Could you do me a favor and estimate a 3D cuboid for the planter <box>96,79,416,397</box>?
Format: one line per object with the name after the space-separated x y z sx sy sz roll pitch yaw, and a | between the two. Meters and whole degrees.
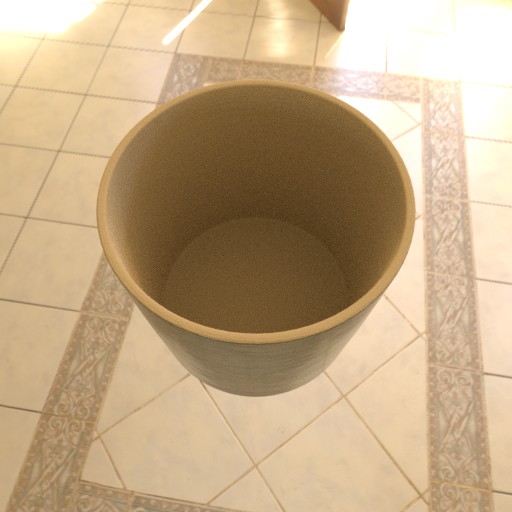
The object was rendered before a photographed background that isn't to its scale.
0.000 0.000 0.400 0.221 0.201 0.221 0 62 0 | planter
